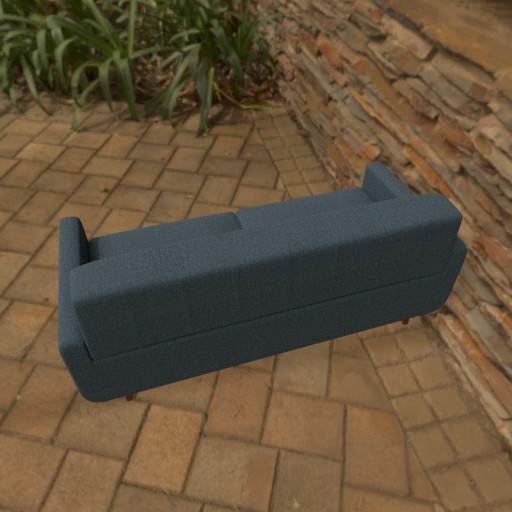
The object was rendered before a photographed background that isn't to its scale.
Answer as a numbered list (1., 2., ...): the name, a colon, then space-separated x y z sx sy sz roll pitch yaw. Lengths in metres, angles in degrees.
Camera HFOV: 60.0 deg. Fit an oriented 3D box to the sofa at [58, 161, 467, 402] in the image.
1. sofa: 0.000 0.000 2.516 2.055 0.884 0.942 -12 44 -13
